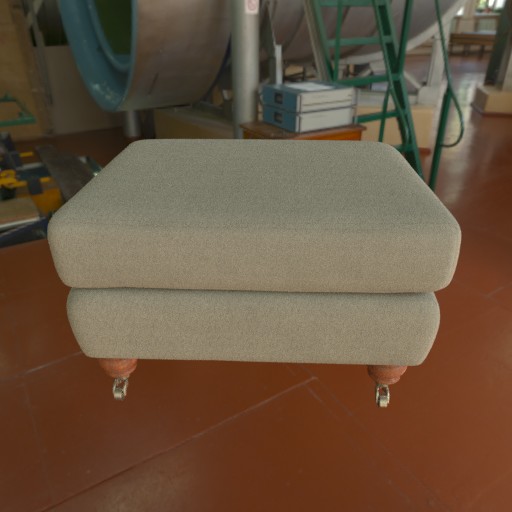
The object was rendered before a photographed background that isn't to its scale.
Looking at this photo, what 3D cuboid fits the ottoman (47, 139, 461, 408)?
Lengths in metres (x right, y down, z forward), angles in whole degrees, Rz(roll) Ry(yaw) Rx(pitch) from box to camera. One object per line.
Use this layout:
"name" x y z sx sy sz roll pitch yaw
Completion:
"ottoman" 0.000 0.000 1.118 0.773 0.504 0.569 1 30 2
